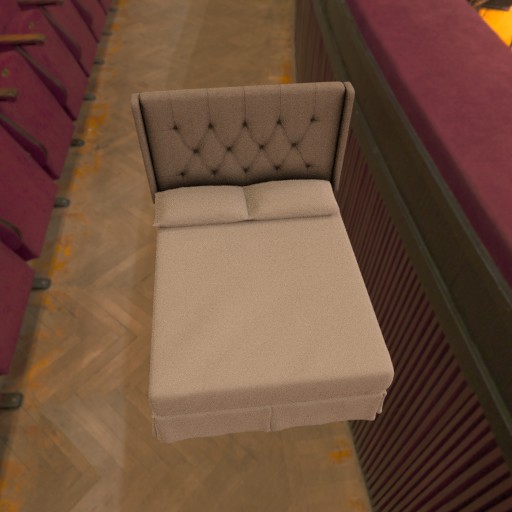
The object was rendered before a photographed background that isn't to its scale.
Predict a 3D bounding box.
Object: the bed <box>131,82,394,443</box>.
[{"bbox_3d":[0.000,0.000,3.346,1.719,1.665,2.066,-5,48,-4],"label":"bed"}]
